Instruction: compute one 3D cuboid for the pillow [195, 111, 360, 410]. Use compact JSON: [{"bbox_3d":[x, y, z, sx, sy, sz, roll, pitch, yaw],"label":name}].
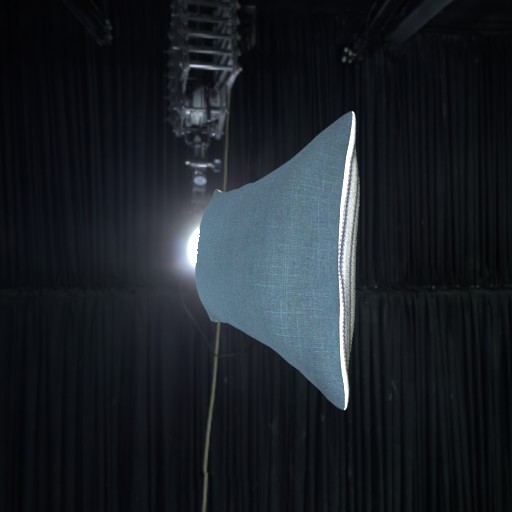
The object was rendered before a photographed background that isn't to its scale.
[{"bbox_3d":[0.000,0.000,0.723,0.151,0.305,0.609,0,0,-18],"label":"pillow"}]
